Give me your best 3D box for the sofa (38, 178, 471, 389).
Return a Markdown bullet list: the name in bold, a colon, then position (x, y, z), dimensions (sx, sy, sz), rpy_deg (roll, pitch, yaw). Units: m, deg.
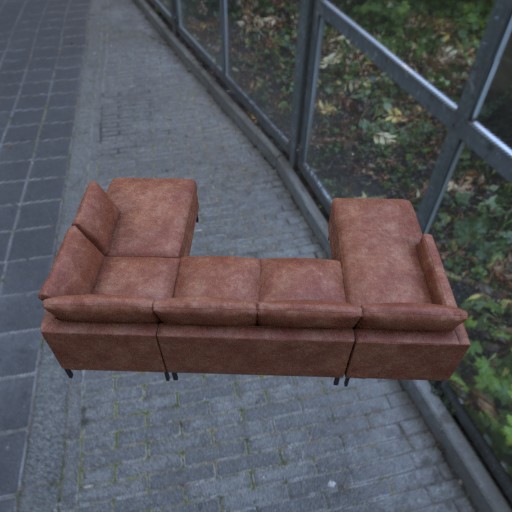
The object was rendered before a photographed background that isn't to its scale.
- **sofa**: position (0.000, 0.000, 3.783), dimensions (2.956, 0.900, 1.939), rpy_deg (1, 46, 1)
